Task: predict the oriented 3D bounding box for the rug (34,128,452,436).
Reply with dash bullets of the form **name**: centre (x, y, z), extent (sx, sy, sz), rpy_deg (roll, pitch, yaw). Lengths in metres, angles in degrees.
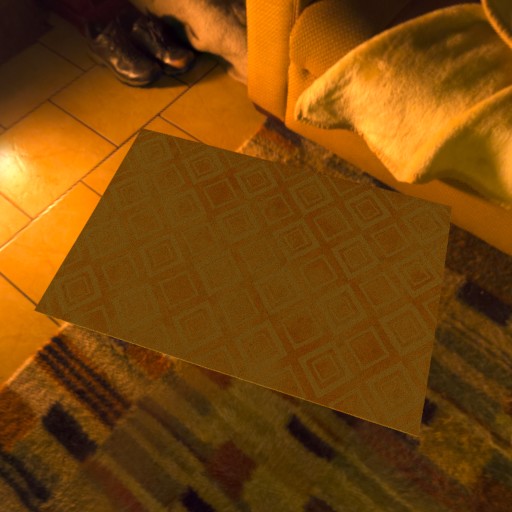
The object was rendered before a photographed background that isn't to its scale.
- **rug**: centre (0.000, 0.000, 2.246), extent (1.829, 0.010, 1.213), rpy_deg (16, 64, 8)
